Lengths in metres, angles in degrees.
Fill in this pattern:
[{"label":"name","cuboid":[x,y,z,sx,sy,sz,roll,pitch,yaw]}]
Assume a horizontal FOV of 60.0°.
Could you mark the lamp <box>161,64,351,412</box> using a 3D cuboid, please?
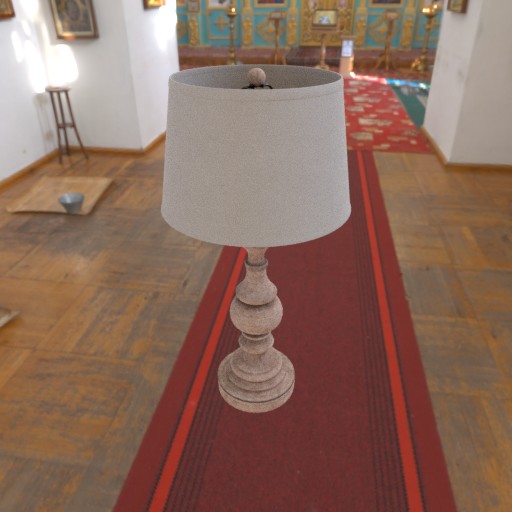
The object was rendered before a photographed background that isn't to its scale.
[{"label":"lamp","cuboid":[0.000,0.000,0.862,0.340,0.678,0.340,0,30,0]}]
